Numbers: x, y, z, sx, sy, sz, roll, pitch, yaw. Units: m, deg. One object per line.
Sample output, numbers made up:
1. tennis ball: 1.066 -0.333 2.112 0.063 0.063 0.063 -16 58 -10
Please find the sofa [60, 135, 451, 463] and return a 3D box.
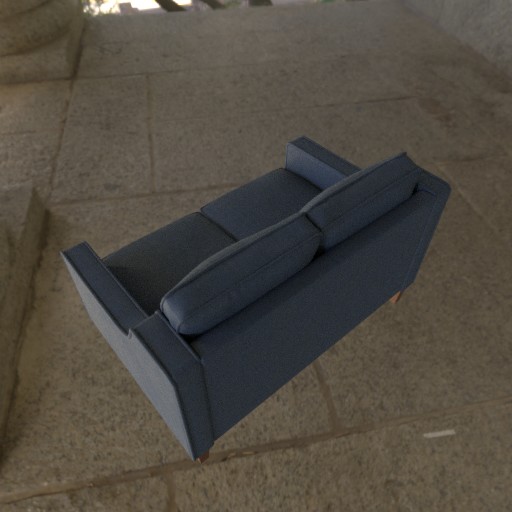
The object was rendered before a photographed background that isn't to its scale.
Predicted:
1. sofa: 0.000 0.000 2.168 1.501 0.971 0.987 -31 54 -27
